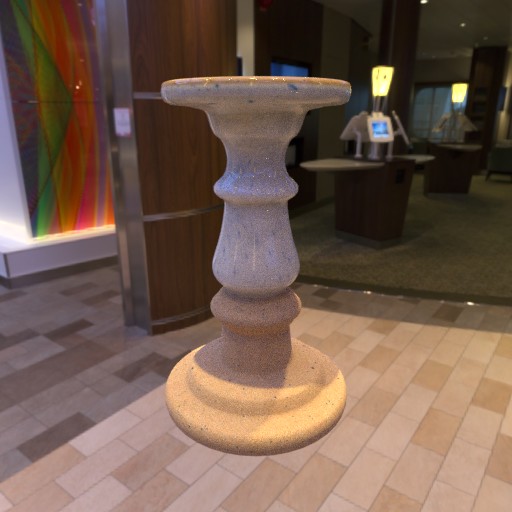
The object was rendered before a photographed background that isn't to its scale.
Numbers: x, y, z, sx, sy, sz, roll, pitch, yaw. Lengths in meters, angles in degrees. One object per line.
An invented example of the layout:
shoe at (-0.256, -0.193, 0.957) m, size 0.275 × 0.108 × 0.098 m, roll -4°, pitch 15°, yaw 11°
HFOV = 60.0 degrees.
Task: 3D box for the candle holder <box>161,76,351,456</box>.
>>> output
candle holder at (0.000, 0.000, 0.277) m, size 0.123 × 0.202 × 0.123 m, roll 0°, pitch 18°, yaw 0°
